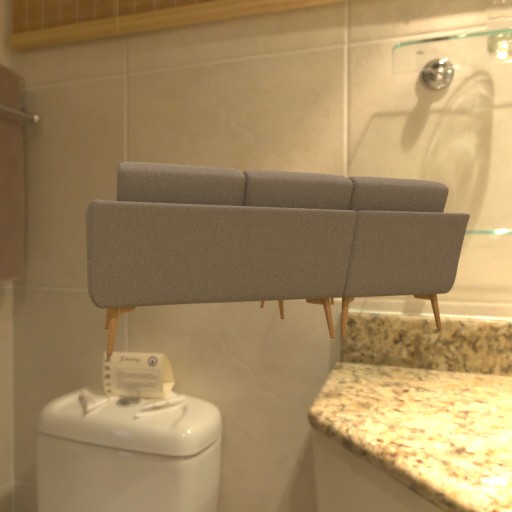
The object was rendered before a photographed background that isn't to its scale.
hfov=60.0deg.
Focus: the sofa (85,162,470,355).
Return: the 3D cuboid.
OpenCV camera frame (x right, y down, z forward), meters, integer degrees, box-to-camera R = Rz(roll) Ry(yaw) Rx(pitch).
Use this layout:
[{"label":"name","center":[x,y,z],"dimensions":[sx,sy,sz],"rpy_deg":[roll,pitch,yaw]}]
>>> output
[{"label":"sofa","center":[0.000,0.000,2.837],"dimensions":[2.040,0.860,1.530],"rpy_deg":[0,1,-19]}]
